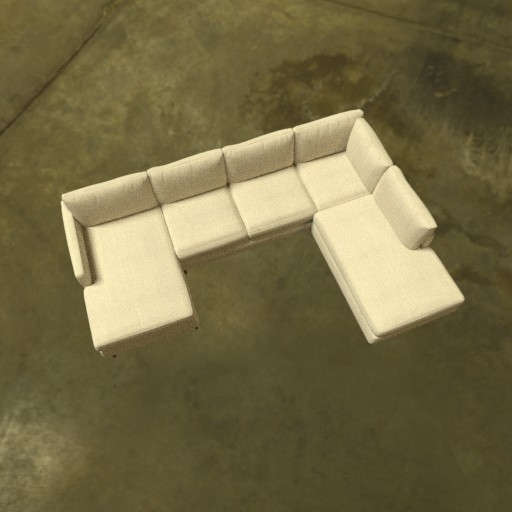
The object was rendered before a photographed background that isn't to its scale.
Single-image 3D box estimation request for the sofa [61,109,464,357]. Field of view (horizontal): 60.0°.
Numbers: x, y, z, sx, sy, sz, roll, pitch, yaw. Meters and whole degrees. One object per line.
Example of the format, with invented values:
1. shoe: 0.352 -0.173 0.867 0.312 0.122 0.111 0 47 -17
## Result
1. sofa: 0.000 0.000 3.551 2.737 0.756 1.879 -18 64 -9
